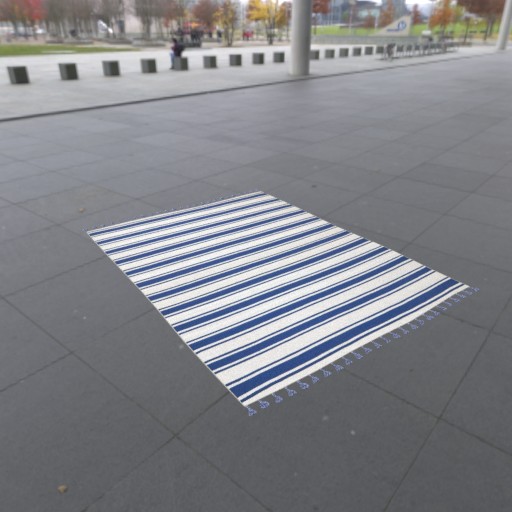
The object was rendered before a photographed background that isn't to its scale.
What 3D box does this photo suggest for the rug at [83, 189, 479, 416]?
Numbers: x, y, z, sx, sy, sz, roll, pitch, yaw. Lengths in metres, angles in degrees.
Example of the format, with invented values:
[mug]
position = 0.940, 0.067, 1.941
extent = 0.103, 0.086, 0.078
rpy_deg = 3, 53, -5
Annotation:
[rug]
position = 0.000, 0.000, 4.485
extent = 2.471, 0.016, 3.416
rpy_deg = -18, 32, -31
